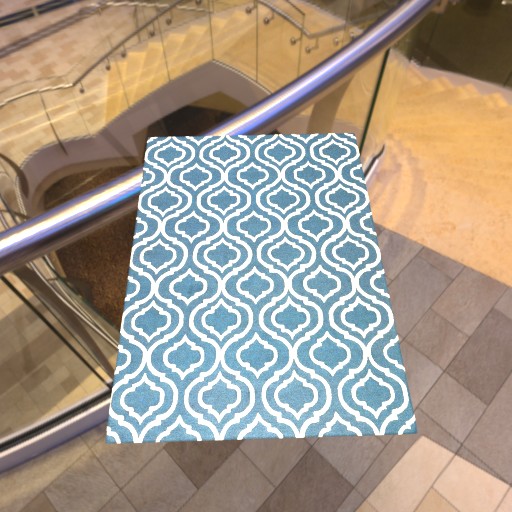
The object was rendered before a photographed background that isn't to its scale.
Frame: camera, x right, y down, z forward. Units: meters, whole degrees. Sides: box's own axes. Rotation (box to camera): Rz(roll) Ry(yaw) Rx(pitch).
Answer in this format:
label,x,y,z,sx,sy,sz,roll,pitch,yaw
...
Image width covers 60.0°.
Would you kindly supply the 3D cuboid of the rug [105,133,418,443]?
label,x,y,z,sx,sy,sz,roll,pitch,yaw
rug,0.000,0.000,4.335,2.438,0.010,3.353,-1,58,-1
